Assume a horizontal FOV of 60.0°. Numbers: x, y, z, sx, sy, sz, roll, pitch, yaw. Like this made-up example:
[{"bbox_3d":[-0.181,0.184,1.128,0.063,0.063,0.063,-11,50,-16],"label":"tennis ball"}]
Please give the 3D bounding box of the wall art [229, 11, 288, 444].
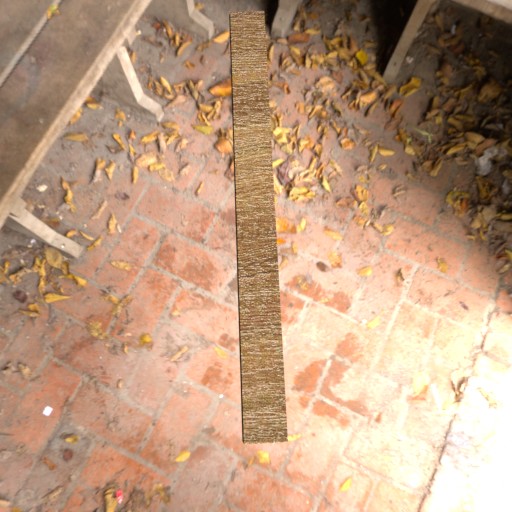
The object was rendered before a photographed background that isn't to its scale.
[{"bbox_3d":[0.000,0.000,0.590,0.039,0.403,0.406,-2,76,-1],"label":"wall art"}]
